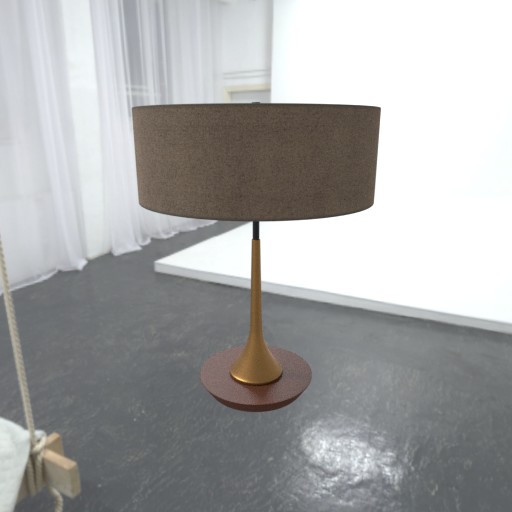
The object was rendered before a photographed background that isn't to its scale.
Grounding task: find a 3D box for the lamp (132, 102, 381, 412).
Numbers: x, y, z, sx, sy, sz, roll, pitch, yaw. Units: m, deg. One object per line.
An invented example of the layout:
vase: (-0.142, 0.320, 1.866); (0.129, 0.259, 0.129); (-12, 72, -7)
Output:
lamp: (0.000, 0.000, 0.839); (0.417, 0.551, 0.396); (2, 17, 7)
